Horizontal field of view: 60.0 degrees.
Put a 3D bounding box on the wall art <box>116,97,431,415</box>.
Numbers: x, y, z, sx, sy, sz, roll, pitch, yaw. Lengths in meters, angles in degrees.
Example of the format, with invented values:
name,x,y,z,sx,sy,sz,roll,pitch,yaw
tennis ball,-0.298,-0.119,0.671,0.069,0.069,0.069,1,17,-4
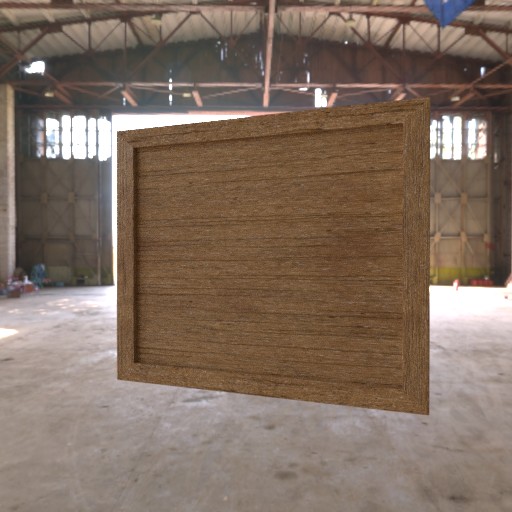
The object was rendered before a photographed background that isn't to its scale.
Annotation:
name,x,y,z,sx,sy,sz,roll,pitch,yaw
wall art,0.000,0.000,0.945,0.690,0.588,0.026,0,1,19
